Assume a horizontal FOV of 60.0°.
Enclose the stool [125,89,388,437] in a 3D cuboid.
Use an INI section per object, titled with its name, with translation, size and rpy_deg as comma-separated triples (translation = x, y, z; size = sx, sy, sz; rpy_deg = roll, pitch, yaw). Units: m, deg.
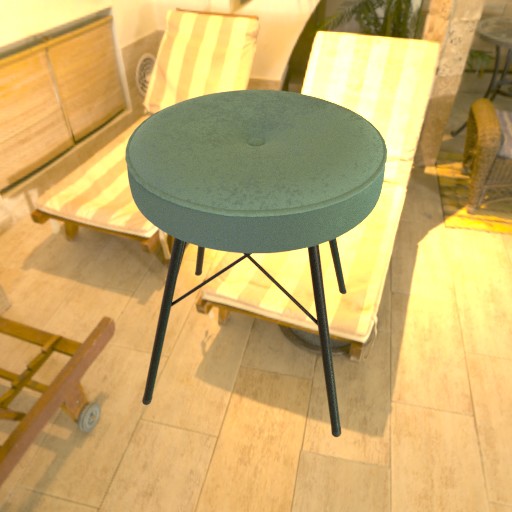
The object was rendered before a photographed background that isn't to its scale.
[stool]
translation = 0.000, 0.000, 0.857
size = 0.457, 0.519, 0.458
rpy_deg = 13, 43, 14
